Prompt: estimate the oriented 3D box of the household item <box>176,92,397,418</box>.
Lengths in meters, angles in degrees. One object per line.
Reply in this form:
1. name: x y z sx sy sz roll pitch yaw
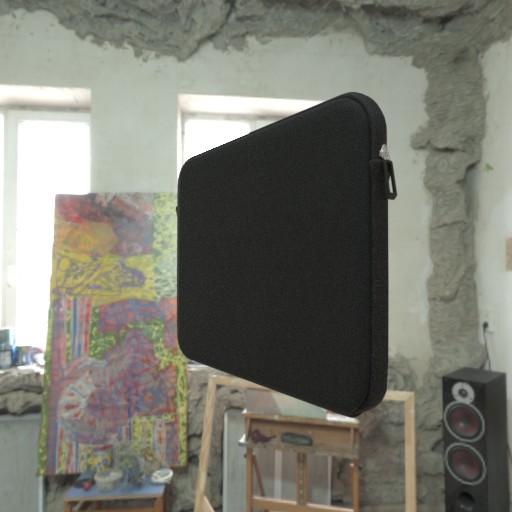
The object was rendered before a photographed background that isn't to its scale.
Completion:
1. household item: 0.000 0.000 0.538 0.030 0.305 0.396 1 -1 -36
